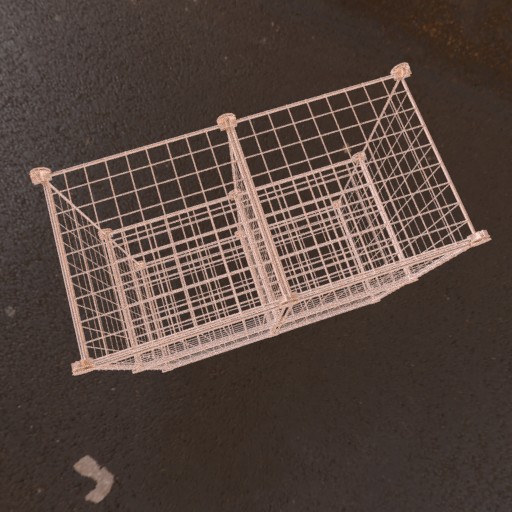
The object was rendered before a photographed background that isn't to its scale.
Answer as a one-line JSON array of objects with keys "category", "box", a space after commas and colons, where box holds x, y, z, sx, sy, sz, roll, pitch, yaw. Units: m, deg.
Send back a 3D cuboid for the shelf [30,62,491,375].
[{"category": "shelf", "box": [0.000, 0.000, 1.087, 0.711, 0.711, 0.356, -17, 76, -4]}]
